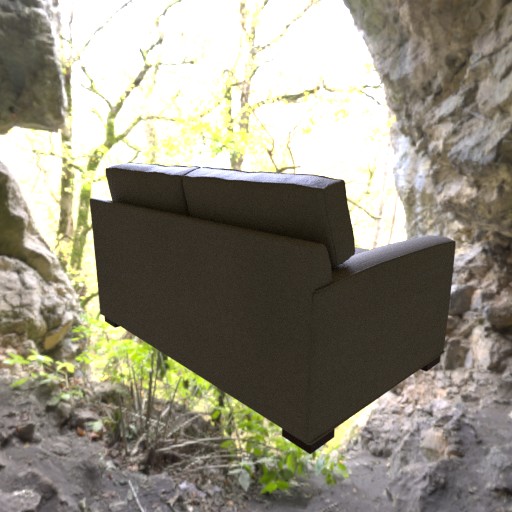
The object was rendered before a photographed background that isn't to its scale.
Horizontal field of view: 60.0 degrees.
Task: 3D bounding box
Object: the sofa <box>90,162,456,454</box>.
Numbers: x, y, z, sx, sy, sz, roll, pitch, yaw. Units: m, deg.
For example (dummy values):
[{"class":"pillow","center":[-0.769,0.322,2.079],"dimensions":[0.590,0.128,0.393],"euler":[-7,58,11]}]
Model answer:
[{"class":"sofa","center":[0.000,0.000,2.092],"dimensions":[0.940,0.853,1.484],"euler":[-13,19,-41]}]
